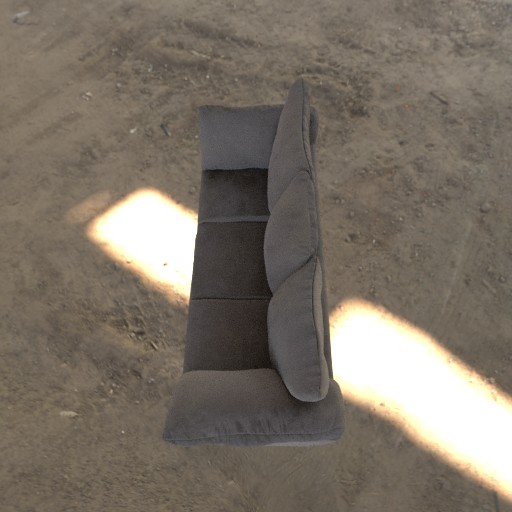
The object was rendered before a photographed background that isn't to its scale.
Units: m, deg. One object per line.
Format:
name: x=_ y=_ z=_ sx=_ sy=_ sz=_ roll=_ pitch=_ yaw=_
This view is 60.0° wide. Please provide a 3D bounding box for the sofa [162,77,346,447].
sofa: x=0.000 y=0.000 z=2.856 sx=0.878 sy=1.073 sz=2.336 roll=1 pitch=59 yaw=0
